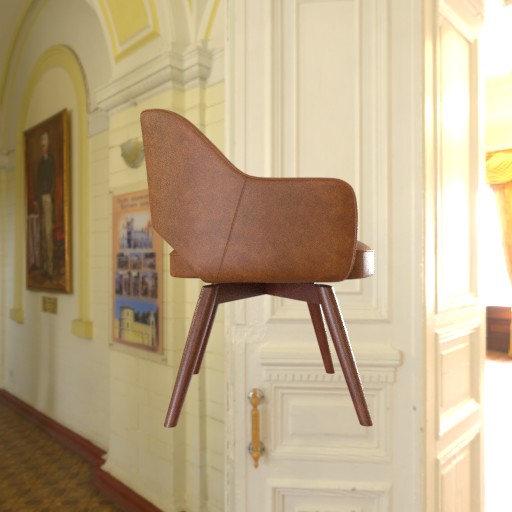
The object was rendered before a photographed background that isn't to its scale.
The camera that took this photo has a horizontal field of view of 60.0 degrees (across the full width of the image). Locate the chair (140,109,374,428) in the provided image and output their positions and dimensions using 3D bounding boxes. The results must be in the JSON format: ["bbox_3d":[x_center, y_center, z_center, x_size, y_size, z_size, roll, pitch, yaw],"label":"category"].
[{"bbox_3d":[0.000,0.000,1.246,0.640,0.777,0.591,0,0,-1],"label":"chair"}]
